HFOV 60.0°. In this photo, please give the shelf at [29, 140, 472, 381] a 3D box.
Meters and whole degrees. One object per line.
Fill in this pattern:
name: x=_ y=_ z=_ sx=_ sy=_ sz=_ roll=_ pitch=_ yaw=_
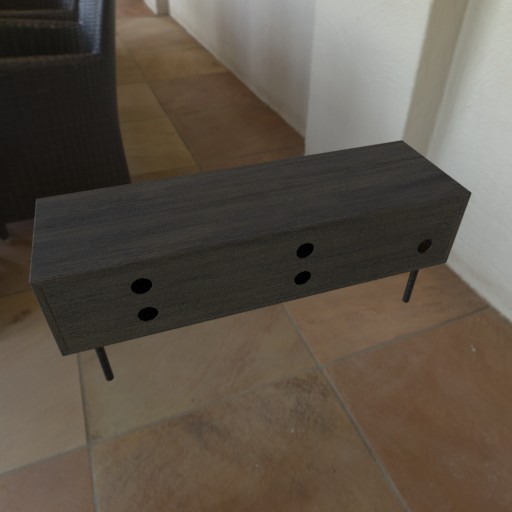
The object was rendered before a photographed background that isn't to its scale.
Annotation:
shelf: x=0.000 y=0.000 z=1.540 sx=1.300 sy=0.495 sz=0.400 roll=-12 pitch=41 yaw=-14
